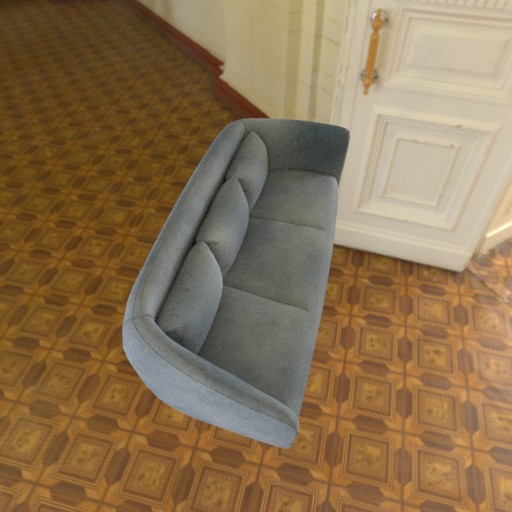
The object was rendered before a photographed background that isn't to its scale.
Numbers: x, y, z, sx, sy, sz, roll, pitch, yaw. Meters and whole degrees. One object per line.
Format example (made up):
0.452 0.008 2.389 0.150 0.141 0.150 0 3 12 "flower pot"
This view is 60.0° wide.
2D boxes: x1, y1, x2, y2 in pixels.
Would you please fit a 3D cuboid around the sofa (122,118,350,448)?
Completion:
0.000 0.000 2.553 0.849 0.795 2.095 10 47 9 "sofa"
